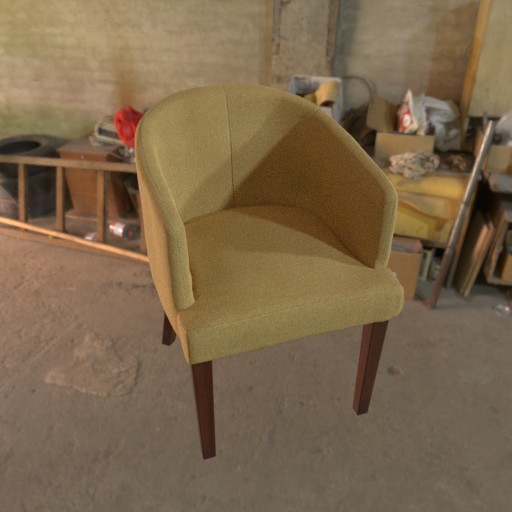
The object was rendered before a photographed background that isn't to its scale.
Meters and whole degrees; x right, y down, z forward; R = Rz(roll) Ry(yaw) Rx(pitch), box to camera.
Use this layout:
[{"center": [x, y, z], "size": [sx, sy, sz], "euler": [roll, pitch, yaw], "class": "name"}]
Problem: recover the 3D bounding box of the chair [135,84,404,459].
[{"center": [0.000, 0.000, 1.246], "size": [0.583, 0.811, 0.655], "euler": [-10, 33, -16], "class": "chair"}]
